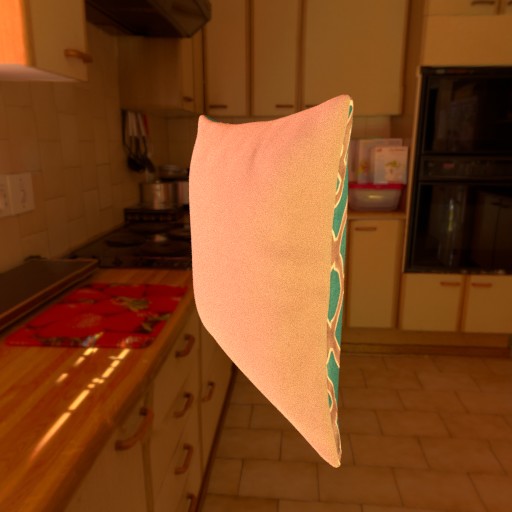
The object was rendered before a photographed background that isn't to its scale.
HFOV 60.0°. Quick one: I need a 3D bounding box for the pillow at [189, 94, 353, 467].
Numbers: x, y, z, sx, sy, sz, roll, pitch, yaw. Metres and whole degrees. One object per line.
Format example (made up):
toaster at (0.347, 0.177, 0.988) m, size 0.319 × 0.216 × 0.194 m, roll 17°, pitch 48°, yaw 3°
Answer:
pillow at (0.000, 0.000, 0.796) m, size 0.166 × 0.507 × 0.526 m, roll -7°, pitch 16°, yaw -25°
